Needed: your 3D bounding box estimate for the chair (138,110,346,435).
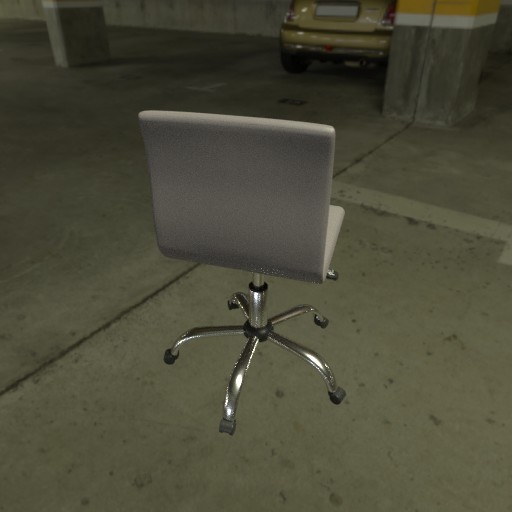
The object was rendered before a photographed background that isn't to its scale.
[{"bbox_3d":[0.000,0.000,1.147,0.556,0.780,0.530,9,33,15],"label":"chair"}]
